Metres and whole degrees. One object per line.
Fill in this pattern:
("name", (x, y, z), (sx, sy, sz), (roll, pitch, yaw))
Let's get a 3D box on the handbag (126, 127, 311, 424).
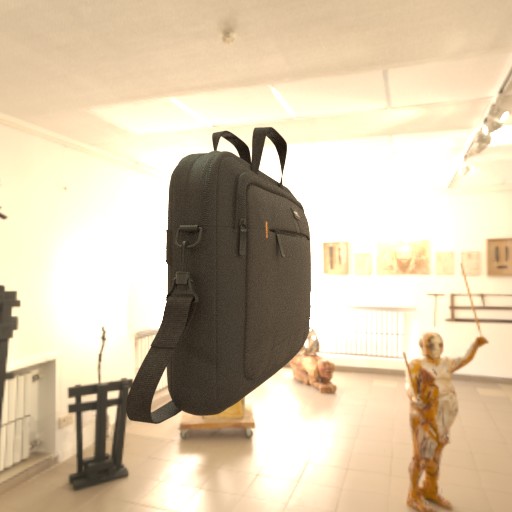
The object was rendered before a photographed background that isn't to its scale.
("handbag", (0.000, 0.000, 0.437), (0.089, 0.244, 0.320), (0, -1, 18))
